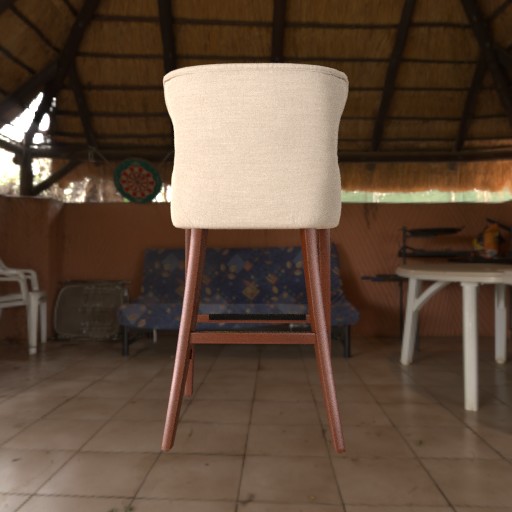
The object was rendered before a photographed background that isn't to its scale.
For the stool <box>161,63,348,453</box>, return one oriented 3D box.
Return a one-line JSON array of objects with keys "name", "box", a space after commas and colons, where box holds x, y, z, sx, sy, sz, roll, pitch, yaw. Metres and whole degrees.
[{"name": "stool", "box": [0.000, 0.000, 1.388, 0.556, 1.034, 0.563, 0, 0, 1]}]
